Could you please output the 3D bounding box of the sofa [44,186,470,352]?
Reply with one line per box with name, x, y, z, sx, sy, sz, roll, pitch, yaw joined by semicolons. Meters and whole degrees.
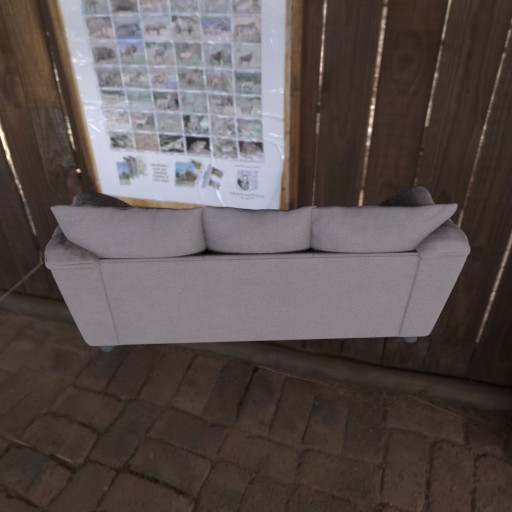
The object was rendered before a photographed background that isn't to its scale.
sofa;0.000;0.000;2.816;2.377;0.981;0.893;-1;31;-2
